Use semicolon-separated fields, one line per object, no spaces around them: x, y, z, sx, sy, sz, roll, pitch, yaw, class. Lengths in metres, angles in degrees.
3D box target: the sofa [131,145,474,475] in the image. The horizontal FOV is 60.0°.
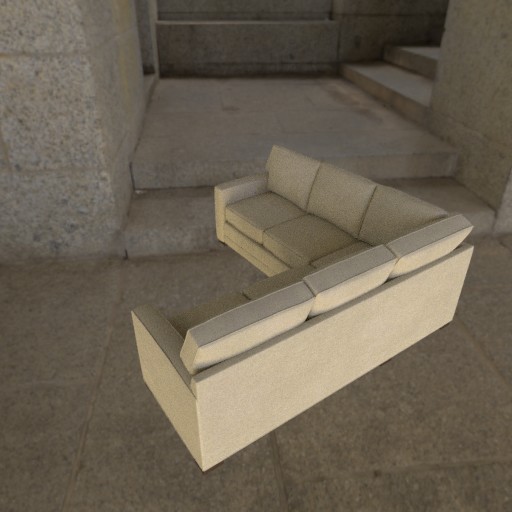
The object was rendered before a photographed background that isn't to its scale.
0.000;0.000;3.404;2.211;0.936;2.188;-20;37;-30;sofa
